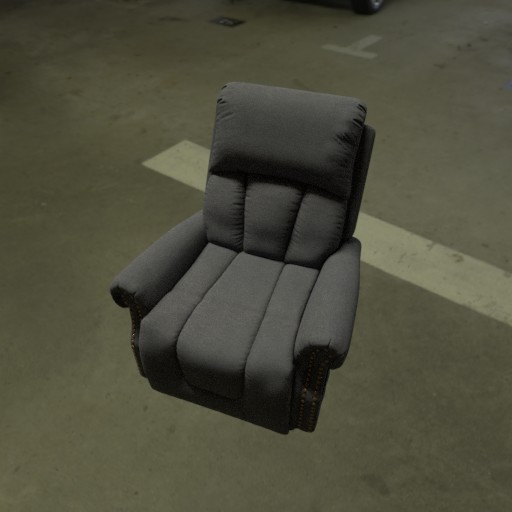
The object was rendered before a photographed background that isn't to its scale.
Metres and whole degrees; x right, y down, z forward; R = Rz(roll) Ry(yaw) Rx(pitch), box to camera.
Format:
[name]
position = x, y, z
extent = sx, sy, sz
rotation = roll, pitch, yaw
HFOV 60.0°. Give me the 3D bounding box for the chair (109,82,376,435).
[chair]
position = 0.000, 0.000, 1.767
extent = 0.871, 1.031, 0.979
rotation = 14, 44, 15
